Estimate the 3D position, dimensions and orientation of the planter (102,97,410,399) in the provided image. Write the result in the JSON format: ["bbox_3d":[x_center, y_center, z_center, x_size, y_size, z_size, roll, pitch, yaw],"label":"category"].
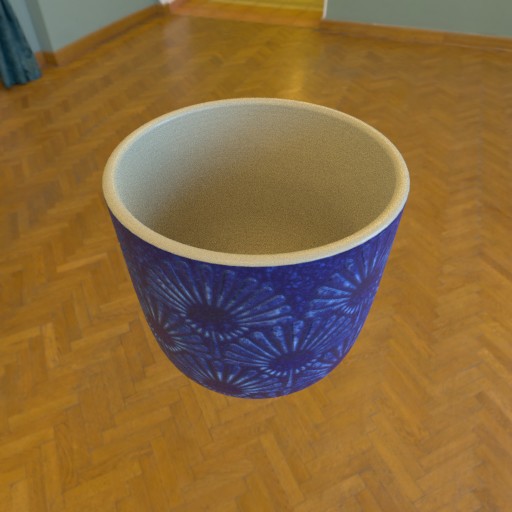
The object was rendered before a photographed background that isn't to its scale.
[{"bbox_3d":[0.000,0.000,0.220,0.124,0.109,0.124,0,43,0],"label":"planter"}]
